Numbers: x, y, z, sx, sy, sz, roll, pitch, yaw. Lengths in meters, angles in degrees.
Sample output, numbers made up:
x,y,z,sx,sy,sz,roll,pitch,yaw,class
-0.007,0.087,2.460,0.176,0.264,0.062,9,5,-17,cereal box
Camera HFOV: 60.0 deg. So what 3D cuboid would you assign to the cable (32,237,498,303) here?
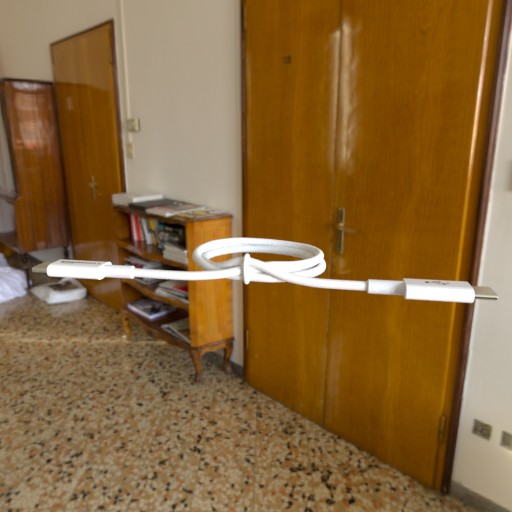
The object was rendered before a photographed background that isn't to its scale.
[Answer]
x,y,z,sx,sy,sz,roll,pitch,yaw,class
0.000,0.000,0.221,0.203,0.014,0.070,3,15,10,cable
